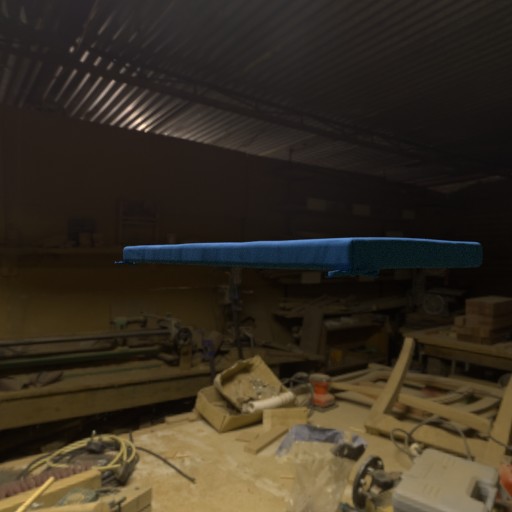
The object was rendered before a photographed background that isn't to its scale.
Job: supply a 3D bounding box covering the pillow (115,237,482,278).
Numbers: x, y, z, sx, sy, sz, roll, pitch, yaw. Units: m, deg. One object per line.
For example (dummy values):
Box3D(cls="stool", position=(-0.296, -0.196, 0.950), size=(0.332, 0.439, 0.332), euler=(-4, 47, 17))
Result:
Box3D(cls="pillow", position=(0.000, 0.000, 1.352), size=(0.492, 0.081, 1.187), euler=(0, 0, -37))
